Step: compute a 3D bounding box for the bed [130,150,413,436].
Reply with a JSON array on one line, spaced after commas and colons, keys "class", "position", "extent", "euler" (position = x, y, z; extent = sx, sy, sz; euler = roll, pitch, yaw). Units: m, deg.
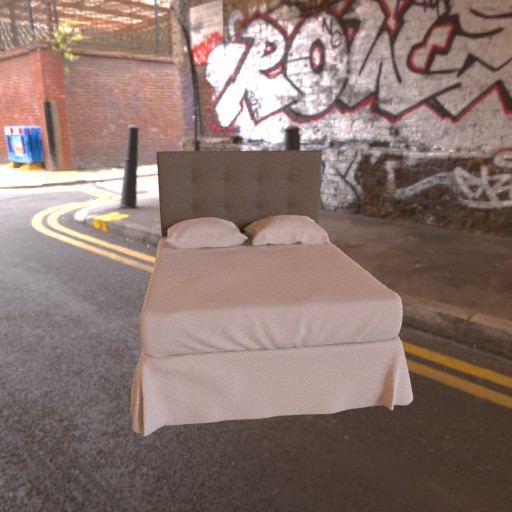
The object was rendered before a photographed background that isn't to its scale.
[{"class": "bed", "position": [0.000, 0.000, 3.612], "extent": [1.936, 1.577, 2.222], "euler": [-2, 16, -8]}]
